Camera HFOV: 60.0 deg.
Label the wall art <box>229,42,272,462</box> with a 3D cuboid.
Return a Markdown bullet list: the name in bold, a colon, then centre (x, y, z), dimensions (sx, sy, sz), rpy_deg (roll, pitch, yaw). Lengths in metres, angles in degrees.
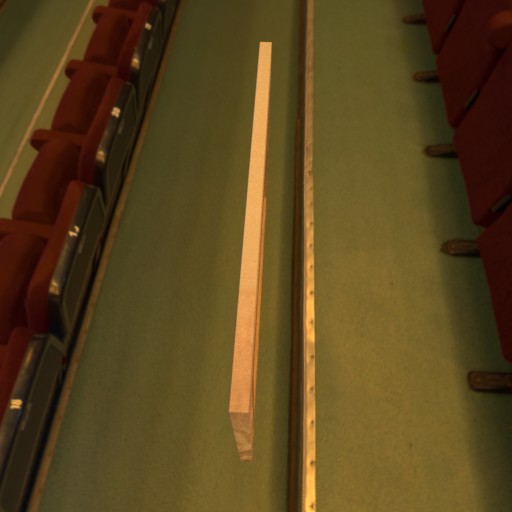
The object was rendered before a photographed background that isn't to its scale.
- **wall art**: centre (0.000, 0.000, 1.445), dimensions (0.041, 0.758, 1.142), rpy_deg (3, 59, 2)
